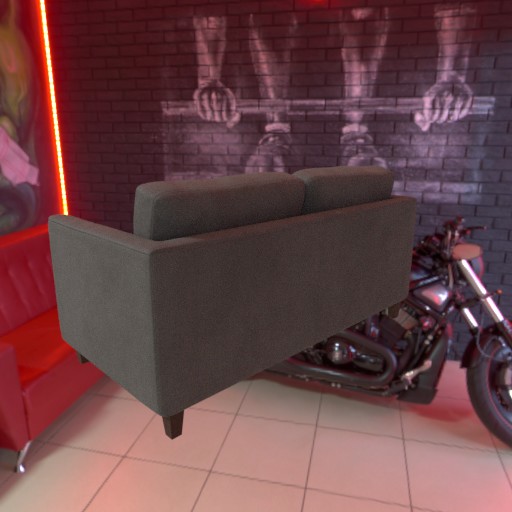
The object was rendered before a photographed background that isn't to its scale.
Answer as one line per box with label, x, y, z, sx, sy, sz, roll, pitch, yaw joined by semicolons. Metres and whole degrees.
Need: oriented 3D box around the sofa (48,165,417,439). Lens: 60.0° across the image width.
sofa;0.000;0.000;2.452;1.884;0.963;0.950;-14;21;-42
